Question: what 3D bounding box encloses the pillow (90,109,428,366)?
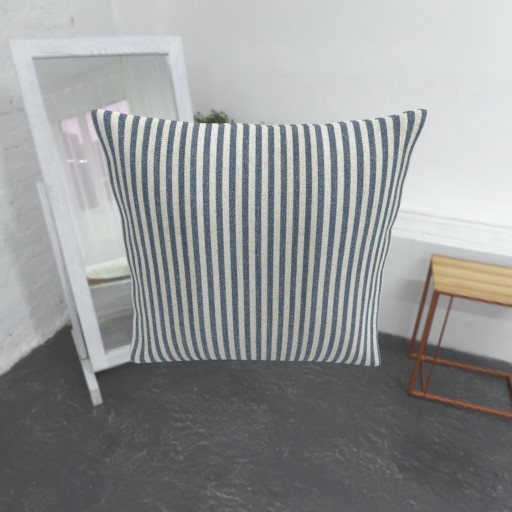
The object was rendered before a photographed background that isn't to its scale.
[{"bbox_3d":[0.000,0.000,0.797,0.523,0.510,0.166,0,30,0],"label":"pillow"}]
